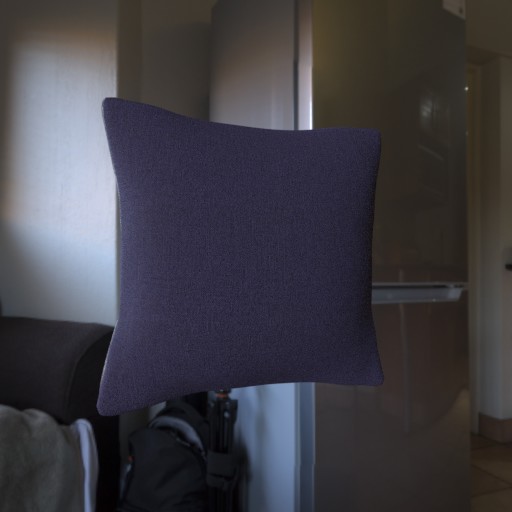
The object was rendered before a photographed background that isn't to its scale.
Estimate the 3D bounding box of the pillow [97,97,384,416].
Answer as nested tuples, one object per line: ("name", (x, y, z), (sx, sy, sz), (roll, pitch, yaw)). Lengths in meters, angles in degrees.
("pillow", (0.000, 0.000, 0.649), (0.437, 0.419, 0.136), (0, -1, -20))
